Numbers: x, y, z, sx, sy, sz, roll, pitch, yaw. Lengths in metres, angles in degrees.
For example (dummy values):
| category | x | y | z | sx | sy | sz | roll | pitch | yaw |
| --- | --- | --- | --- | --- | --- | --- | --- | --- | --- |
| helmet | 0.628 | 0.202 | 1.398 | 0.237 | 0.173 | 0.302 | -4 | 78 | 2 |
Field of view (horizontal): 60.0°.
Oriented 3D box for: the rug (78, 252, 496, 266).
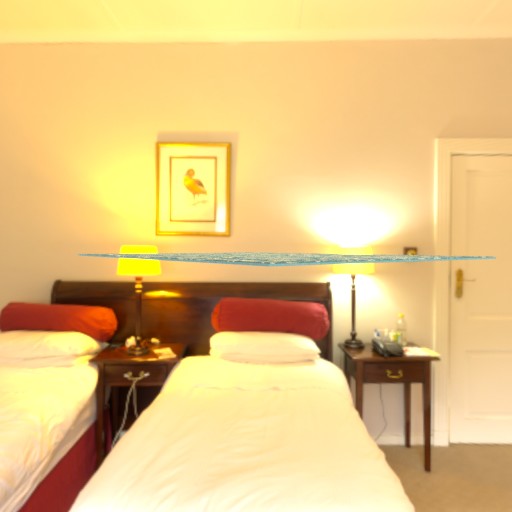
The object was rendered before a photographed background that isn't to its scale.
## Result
| category | x | y | z | sx | sy | sz | roll | pitch | yaw |
| --- | --- | --- | --- | --- | --- | --- | --- | --- | --- |
| rug | 0.000 | 0.000 | 2.778 | 1.554 | 0.012 | 2.205 | -1 | 1 | -37 |
